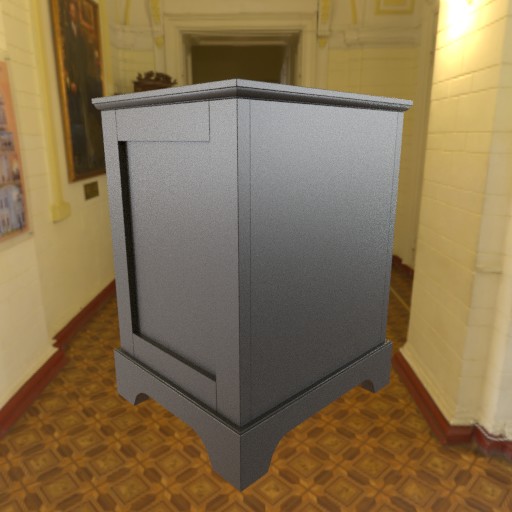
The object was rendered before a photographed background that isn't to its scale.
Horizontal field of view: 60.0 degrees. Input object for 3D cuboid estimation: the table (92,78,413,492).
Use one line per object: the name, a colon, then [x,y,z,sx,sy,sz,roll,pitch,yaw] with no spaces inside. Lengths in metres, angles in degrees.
table: [0.000,0.000,0.913,0.460,0.610,0.399,-14,20,-43]
